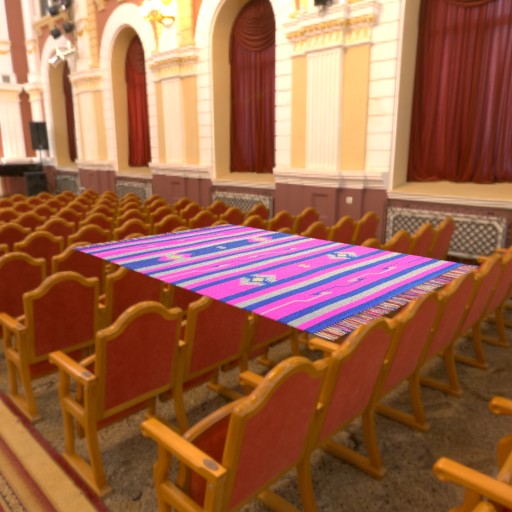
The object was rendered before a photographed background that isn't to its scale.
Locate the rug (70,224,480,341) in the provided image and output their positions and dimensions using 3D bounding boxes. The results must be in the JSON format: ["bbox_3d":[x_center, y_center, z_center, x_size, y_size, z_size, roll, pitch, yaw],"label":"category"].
[{"bbox_3d":[0.000,0.000,2.971,2.350,0.013,1.539,13,18,43],"label":"rug"}]
